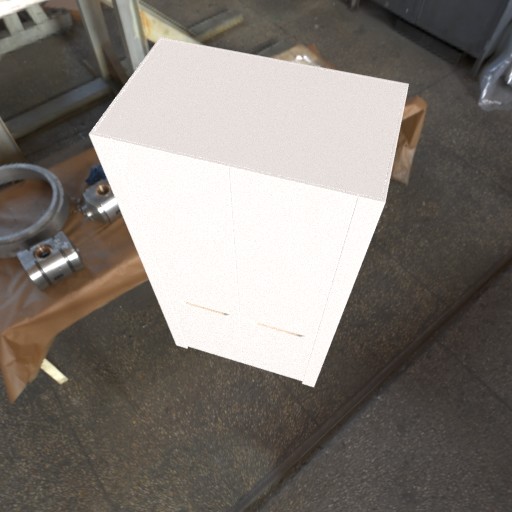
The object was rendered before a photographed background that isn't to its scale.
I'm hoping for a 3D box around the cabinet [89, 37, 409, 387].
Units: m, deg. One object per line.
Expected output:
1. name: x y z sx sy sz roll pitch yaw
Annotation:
1. cabinet: 0.000 0.000 2.347 0.980 1.920 0.580 15 59 9
